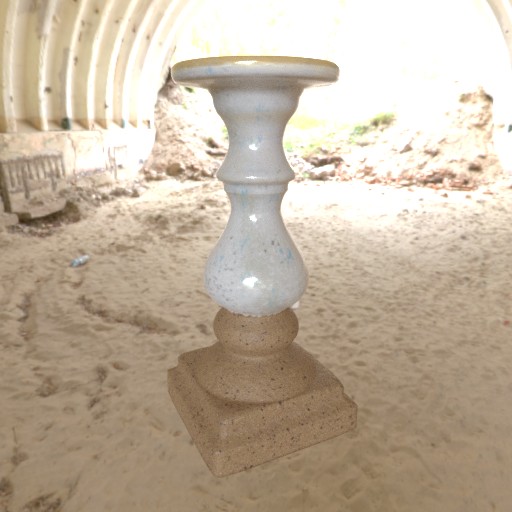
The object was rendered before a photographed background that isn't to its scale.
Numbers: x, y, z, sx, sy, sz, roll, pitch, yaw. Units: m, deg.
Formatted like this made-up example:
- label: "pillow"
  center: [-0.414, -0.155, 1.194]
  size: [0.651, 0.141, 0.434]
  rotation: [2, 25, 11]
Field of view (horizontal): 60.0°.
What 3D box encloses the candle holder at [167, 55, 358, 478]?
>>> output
- label: "candle holder"
  center: [0.000, 0.000, 0.302]
  size: [0.110, 0.239, 0.110]
  rotation: [-8, 18, -25]
